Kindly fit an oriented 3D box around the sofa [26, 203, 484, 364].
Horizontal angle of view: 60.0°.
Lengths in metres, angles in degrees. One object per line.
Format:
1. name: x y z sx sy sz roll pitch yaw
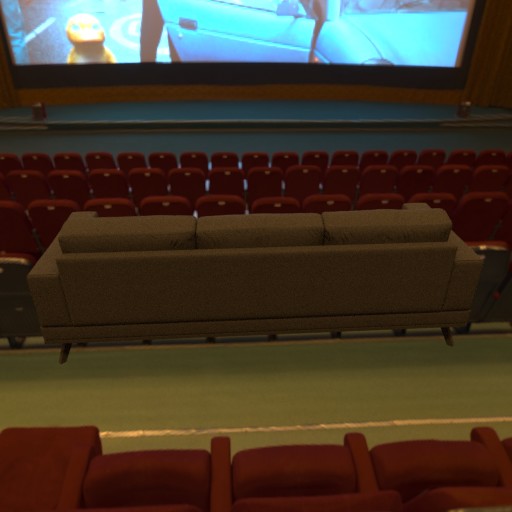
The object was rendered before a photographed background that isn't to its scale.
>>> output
1. sofa: 0.000 0.000 2.676 2.310 0.810 0.920 -2 30 -3
